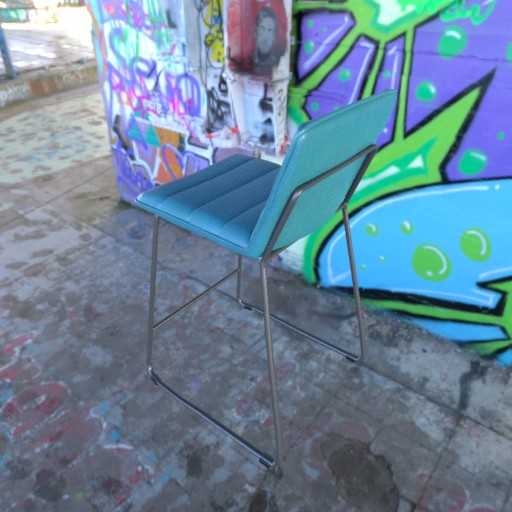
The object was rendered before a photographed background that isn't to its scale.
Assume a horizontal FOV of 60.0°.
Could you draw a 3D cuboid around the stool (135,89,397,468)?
[{"bbox_3d":[0.000,0.000,1.186,0.524,0.866,0.489,23,39,31],"label":"stool"}]
